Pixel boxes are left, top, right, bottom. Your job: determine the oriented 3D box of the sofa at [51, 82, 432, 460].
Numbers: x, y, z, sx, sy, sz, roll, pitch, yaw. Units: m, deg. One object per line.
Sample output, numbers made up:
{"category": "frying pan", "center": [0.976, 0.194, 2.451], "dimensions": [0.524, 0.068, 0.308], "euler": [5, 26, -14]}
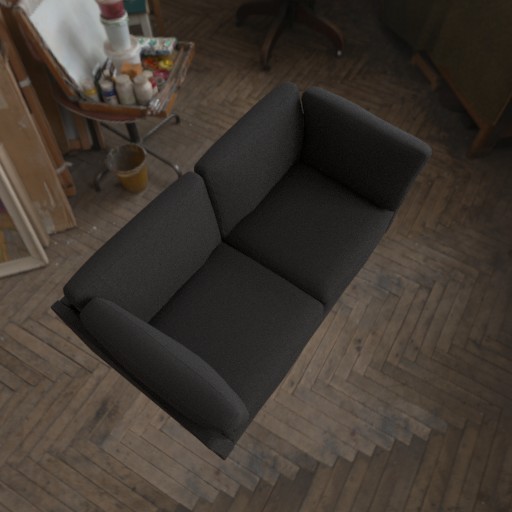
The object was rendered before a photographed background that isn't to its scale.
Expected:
{"category": "sofa", "center": [0.000, 0.000, 2.316], "dimensions": [0.969, 0.920, 1.751], "euler": [32, 64, 18]}
